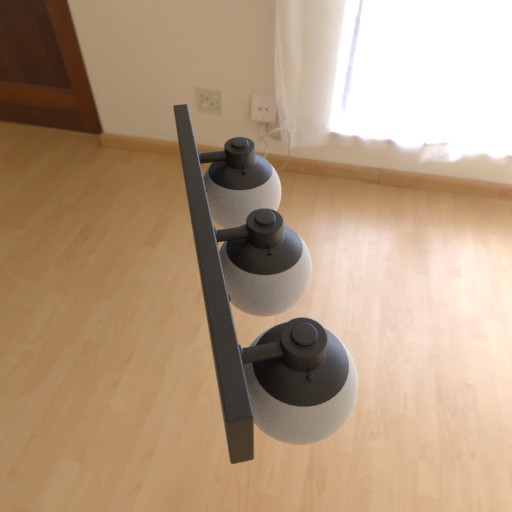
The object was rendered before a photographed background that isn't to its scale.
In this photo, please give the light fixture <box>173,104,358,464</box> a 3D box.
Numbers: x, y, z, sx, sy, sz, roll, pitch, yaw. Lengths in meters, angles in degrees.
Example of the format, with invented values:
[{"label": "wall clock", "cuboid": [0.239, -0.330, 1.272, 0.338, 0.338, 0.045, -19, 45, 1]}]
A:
[{"label": "light fixture", "cuboid": [0.000, 0.000, 0.835, 0.218, 0.263, 0.721, -9, 47, -8]}]
